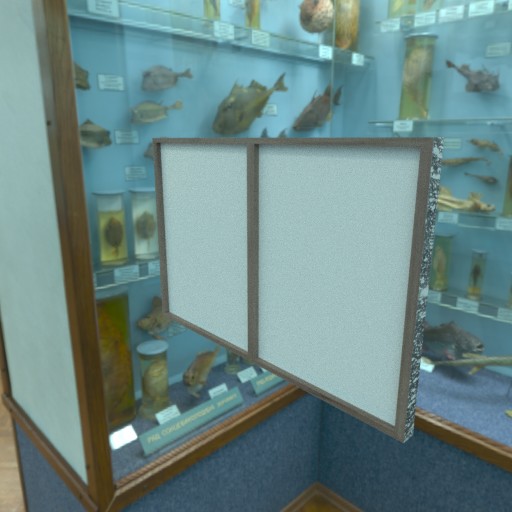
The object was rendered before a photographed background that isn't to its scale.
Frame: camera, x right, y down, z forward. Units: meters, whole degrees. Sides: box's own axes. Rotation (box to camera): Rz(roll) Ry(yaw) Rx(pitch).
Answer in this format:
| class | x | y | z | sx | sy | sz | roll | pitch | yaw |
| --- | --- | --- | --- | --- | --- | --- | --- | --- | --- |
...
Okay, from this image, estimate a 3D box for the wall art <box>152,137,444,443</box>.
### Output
| class | x | y | z | sx | sy | sz | roll | pitch | yaw |
| --- | --- | --- | --- | --- | --- | --- | --- | --- | --- |
| wall art | 0.000 | 0.000 | 1.158 | 0.038 | 0.598 | 0.919 | -13 | 20 | -41 |
